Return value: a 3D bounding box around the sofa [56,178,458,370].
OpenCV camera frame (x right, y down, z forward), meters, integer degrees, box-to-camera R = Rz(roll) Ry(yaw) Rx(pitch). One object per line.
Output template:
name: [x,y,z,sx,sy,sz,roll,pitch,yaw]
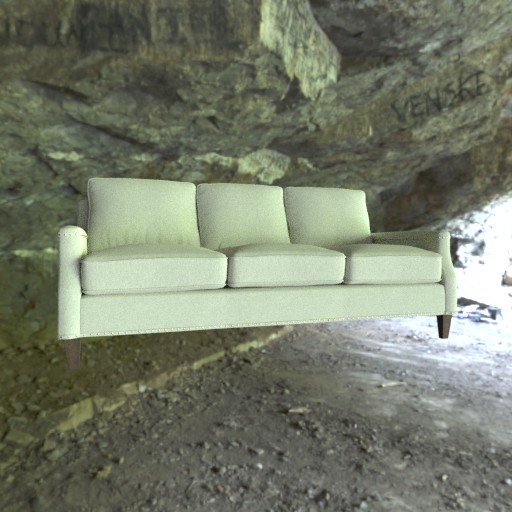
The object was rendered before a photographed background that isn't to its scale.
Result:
sofa: [0.000,0.000,2.814,2.246,1.003,1.084,0,1,-19]
